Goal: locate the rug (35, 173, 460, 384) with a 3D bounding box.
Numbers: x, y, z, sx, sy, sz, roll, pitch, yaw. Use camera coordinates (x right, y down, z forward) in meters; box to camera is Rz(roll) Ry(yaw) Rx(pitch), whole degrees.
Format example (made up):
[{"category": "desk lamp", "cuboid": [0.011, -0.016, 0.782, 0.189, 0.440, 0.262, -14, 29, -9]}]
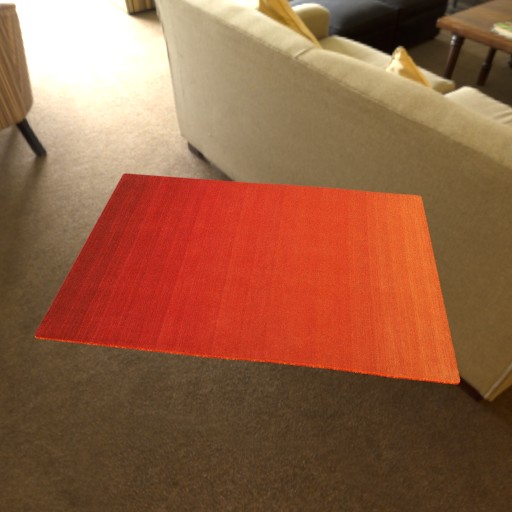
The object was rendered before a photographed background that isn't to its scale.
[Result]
[{"category": "rug", "cuboid": [0.000, 0.000, 2.304, 1.835, 0.018, 1.230, 5, 47, 5]}]
